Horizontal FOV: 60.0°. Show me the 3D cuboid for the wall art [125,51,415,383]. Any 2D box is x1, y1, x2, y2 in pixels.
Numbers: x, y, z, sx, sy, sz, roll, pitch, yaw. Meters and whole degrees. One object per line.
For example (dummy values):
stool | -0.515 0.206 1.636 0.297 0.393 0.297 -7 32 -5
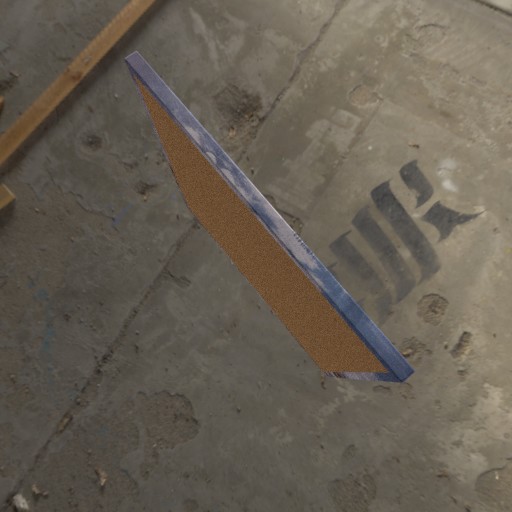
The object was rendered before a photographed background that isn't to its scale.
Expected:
wall art | 0.000 0.000 1.328 0.035 0.897 0.888 -38 79 -9
